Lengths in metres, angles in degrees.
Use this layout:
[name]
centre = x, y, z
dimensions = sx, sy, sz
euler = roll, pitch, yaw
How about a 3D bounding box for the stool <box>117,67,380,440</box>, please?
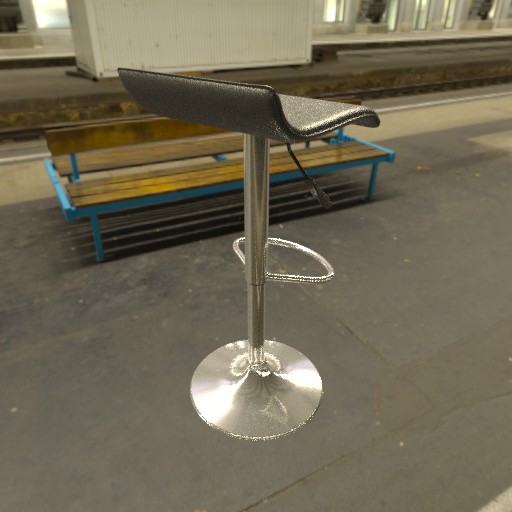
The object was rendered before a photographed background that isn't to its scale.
[stool]
centre = 0.000, 0.000, 1.064
dimensions = 0.381, 0.851, 0.381
euler = 22, 36, 33
